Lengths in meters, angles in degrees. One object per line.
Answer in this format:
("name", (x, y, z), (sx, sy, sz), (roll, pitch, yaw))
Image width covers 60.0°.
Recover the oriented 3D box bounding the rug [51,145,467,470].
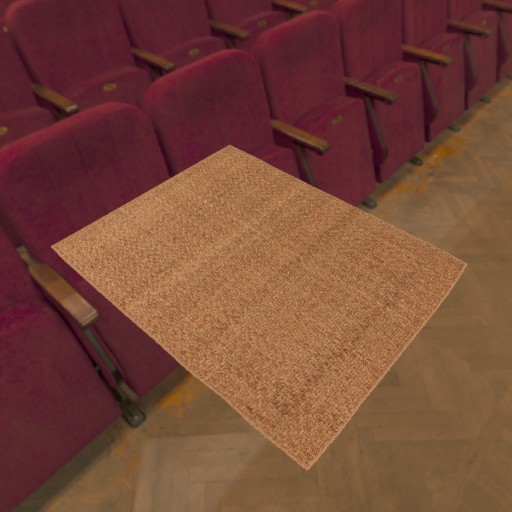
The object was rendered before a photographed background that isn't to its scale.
("rug", (0.000, 0.000, 4.090), (3.048, 0.013, 2.439), (33, 54, 28))
